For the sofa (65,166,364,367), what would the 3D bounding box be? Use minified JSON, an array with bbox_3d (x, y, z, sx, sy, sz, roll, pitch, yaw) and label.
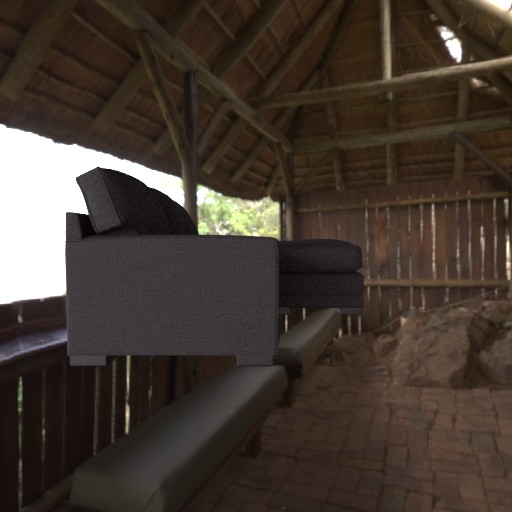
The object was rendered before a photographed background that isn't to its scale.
[{"bbox_3d":[0.000,0.000,3.229,1.790,0.973,2.370,0,2,0],"label":"sofa"}]
